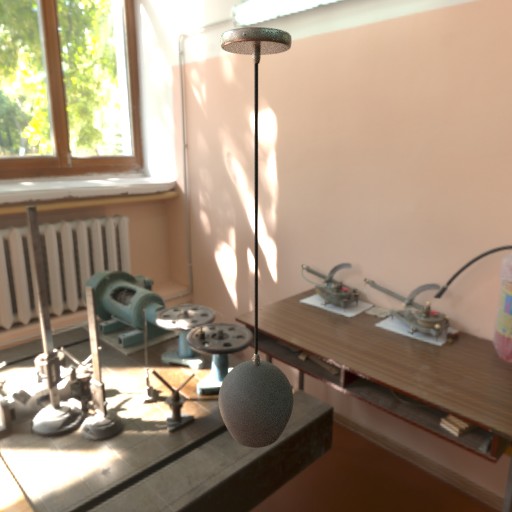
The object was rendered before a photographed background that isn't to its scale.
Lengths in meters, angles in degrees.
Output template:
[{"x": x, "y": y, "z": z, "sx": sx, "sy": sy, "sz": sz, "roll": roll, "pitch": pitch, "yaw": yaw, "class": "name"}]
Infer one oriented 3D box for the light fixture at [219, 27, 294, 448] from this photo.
[{"x": 0.000, "y": 0.000, "z": 0.836, "sx": 0.153, "sy": 0.760, "sz": 0.153, "roll": -2, "pitch": 14, "yaw": -10, "class": "light fixture"}]
